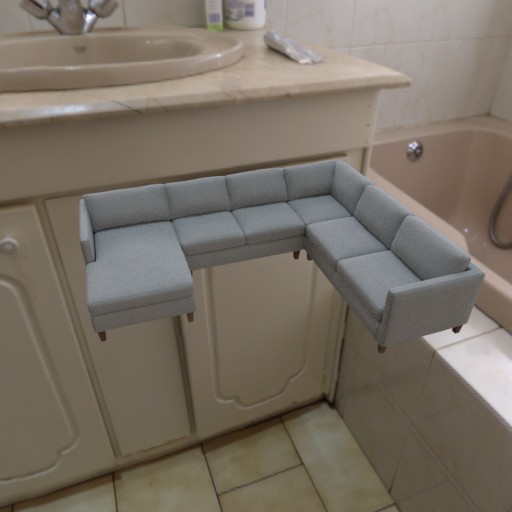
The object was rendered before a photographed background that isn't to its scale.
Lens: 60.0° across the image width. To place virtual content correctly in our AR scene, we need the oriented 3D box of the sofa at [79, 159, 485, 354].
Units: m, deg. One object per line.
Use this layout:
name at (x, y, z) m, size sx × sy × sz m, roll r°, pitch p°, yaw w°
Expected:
sofa at (0.000, 0.000, 4.388) m, size 3.238 × 0.853 × 2.551 m, roll -11°, pitch 35°, yaw -15°
